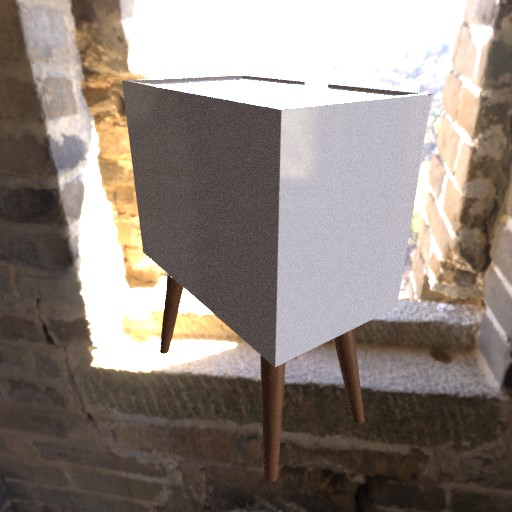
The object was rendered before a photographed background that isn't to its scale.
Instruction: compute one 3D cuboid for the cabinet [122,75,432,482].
[{"bbox_3d":[0.000,0.000,1.074,0.344,0.772,0.591,-18,31,-32],"label":"cabinet"}]
